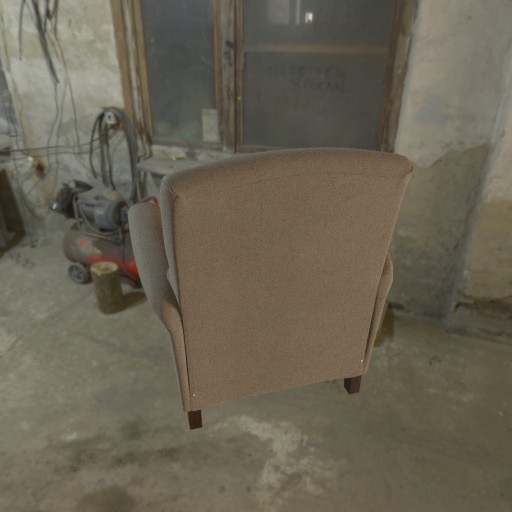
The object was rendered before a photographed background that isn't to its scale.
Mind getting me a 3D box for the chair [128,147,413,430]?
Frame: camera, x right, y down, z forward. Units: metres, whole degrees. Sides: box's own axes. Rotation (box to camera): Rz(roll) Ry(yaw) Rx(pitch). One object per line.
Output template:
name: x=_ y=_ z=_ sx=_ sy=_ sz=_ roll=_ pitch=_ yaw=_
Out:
chair: x=0.000 y=0.000 z=1.813 sx=0.978 sy=1.061 sz=0.905 roll=-8 pitch=28 yaw=-14
